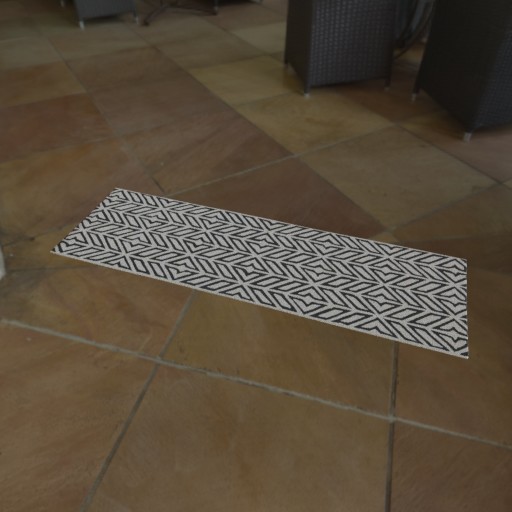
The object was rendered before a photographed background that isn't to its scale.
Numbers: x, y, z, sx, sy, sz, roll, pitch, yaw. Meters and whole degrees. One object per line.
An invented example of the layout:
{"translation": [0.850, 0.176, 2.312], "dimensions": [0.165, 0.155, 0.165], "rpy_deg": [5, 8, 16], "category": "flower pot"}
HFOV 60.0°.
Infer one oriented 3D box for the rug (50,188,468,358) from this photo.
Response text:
{"translation": [0.000, 0.000, 2.709], "dimensions": [2.435, 0.009, 0.750], "rpy_deg": [13, 44, 14], "category": "rug"}
